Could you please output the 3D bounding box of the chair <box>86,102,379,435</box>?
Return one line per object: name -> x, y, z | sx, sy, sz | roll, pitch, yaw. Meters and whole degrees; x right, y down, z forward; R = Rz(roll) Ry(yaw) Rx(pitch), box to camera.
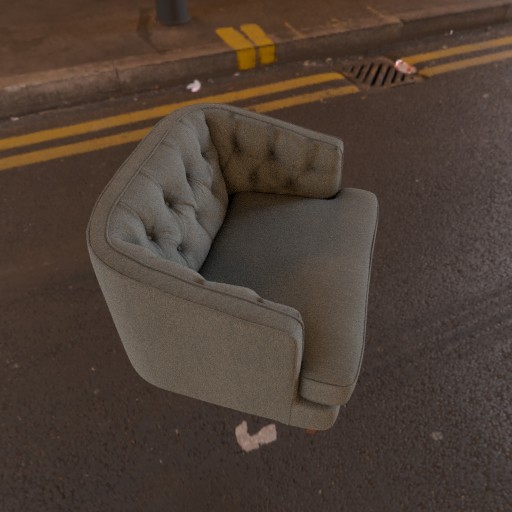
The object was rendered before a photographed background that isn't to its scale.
chair -> 0.000, 0.000, 1.828 | 0.945, 0.852, 1.094 | 11, 47, 10
